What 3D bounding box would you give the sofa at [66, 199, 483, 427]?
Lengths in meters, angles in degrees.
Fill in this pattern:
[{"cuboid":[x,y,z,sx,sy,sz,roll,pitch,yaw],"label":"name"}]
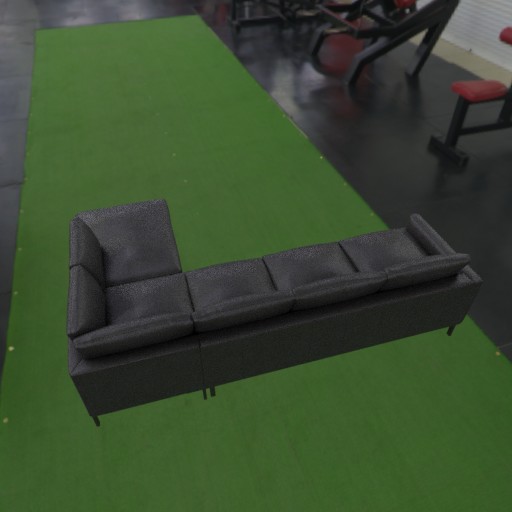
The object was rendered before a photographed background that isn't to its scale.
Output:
[{"cuboid":[0.000,0.000,3.806,2.984,0.877,1.938,-11,43,-12],"label":"sofa"}]
